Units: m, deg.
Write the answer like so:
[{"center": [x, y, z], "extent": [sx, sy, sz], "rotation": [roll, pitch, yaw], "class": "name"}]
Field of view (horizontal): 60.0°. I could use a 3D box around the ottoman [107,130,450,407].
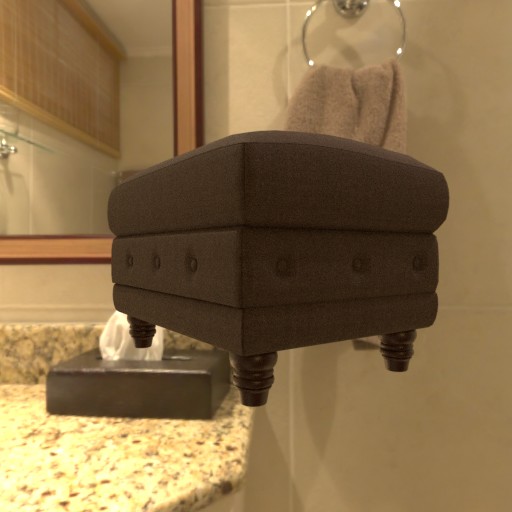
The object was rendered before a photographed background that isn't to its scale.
[{"center": [0.000, 0.000, 1.224], "extent": [0.599, 0.555, 0.809], "rotation": [0, 1, -34], "class": "ottoman"}]
